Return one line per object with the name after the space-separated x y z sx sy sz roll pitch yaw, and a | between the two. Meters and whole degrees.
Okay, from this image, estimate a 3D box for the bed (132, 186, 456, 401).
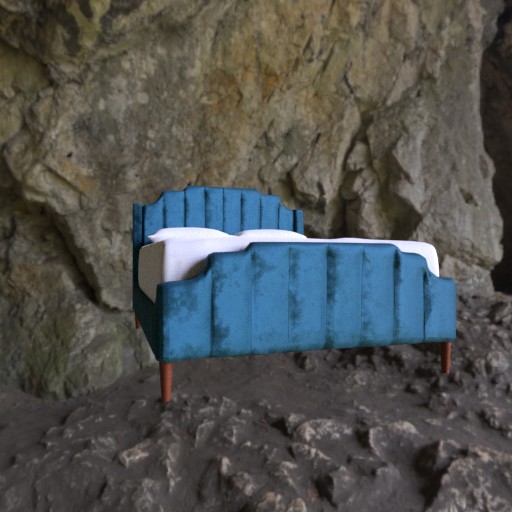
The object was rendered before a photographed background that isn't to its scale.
0.000 0.000 3.304 1.678 1.338 2.322 0 0 -18 | bed
